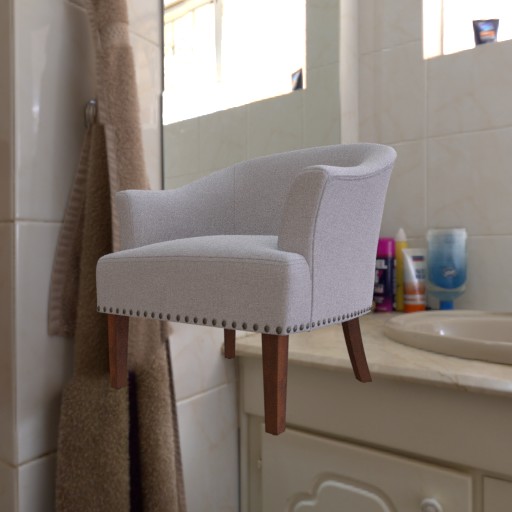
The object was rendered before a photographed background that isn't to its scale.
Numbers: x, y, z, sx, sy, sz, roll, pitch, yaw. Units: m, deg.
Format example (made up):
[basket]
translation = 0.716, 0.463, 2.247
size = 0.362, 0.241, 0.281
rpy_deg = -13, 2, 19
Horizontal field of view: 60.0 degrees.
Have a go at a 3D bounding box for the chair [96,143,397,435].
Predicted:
[chair]
translation = 0.000, 0.000, 1.417
size = 0.798, 0.815, 0.704
rpy_deg = 0, 0, 37
